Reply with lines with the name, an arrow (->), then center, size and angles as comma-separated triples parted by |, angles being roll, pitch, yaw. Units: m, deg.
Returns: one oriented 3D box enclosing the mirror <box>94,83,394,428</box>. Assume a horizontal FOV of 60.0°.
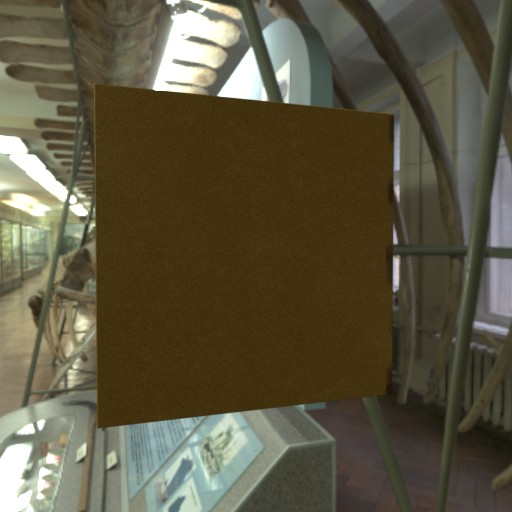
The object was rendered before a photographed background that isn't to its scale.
mirror -> 0.000, 0.000, 0.747 | 0.509, 0.507, 0.042 | 0, 1, -17
